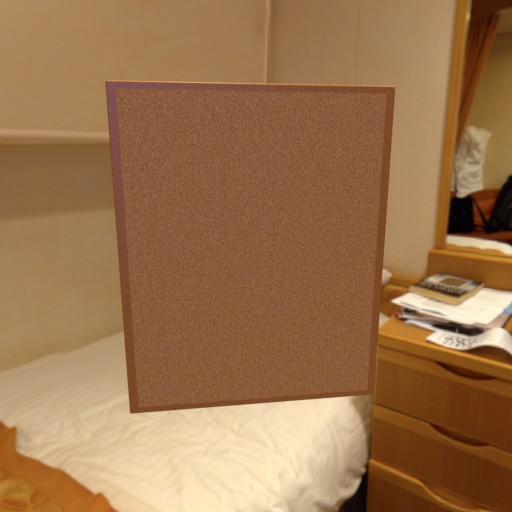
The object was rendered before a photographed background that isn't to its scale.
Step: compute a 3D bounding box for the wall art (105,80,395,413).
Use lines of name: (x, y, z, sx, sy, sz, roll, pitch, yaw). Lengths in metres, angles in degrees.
wall art: (0.000, 0.000, 0.519, 0.310, 0.379, 0.015, -2, 14, -8)
